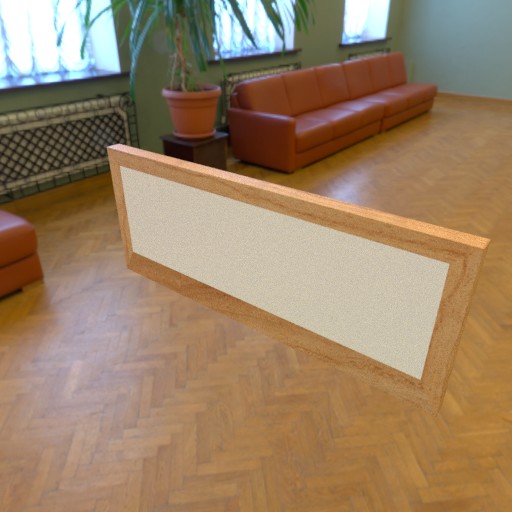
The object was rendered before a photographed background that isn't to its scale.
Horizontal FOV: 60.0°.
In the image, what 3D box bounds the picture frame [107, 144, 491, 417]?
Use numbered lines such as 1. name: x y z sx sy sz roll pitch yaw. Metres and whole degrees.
1. picture frame: 0.000 0.000 0.650 0.582 0.234 0.045 20 35 32
